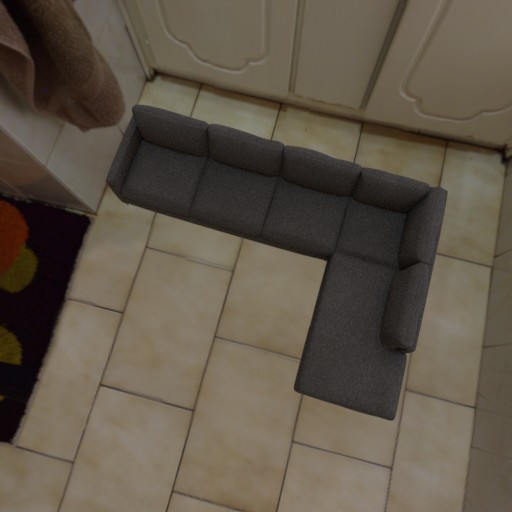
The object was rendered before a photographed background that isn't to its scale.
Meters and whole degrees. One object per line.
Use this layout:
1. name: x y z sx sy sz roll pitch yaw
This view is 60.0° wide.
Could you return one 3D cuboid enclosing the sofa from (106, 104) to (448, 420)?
1. sofa: 0.000 0.000 3.897 2.949 0.815 2.007 16 76 4
